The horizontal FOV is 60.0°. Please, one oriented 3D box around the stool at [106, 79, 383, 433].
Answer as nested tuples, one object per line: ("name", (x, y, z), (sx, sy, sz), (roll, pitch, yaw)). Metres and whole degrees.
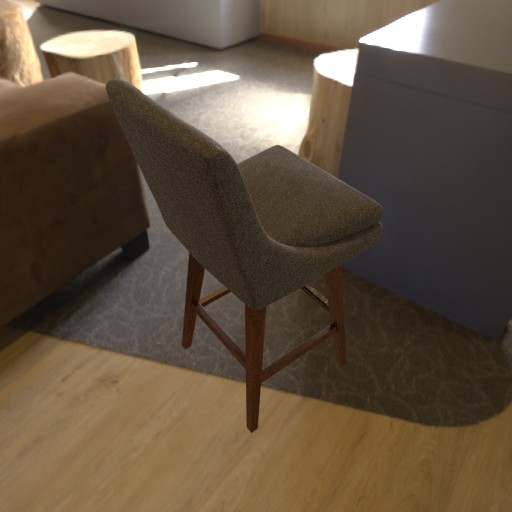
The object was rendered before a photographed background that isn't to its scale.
("stool", (0.000, 0.000, 1.350), (0.572, 1.068, 0.489), (-27, 48, -27))
